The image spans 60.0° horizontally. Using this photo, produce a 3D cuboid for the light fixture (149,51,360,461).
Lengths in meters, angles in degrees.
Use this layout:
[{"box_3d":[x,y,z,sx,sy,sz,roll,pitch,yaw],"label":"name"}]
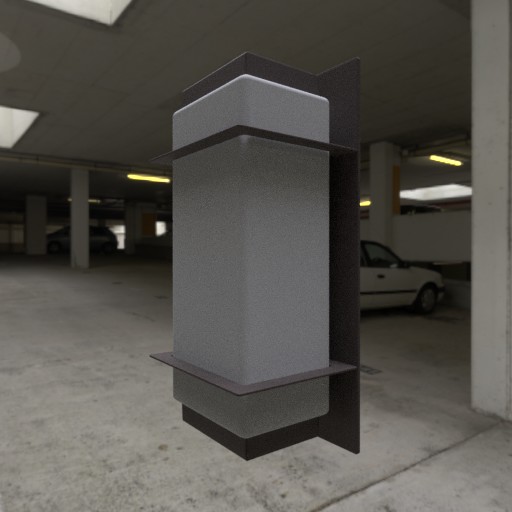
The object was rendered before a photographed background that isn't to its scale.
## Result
[{"box_3d":[0.000,0.000,0.414,0.146,0.347,0.153,0,0,-37],"label":"light fixture"}]
